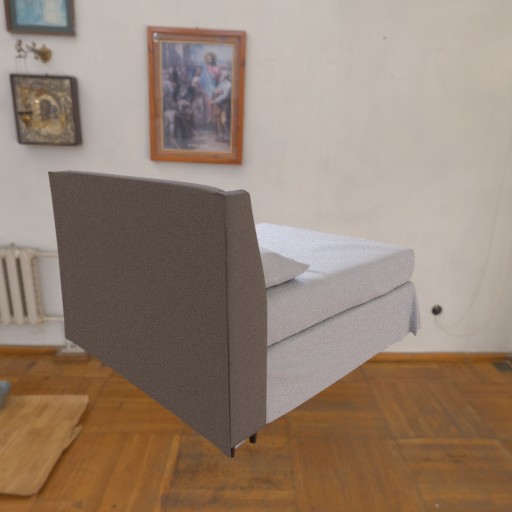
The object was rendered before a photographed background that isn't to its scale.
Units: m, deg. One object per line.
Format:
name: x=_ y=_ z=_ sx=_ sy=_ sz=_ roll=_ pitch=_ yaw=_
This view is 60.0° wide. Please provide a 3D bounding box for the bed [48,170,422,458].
bed: x=0.000 y=0.000 z=3.392 sx=1.925 sy=1.332 sz=2.276 roll=14 pitch=20 yaw=43
